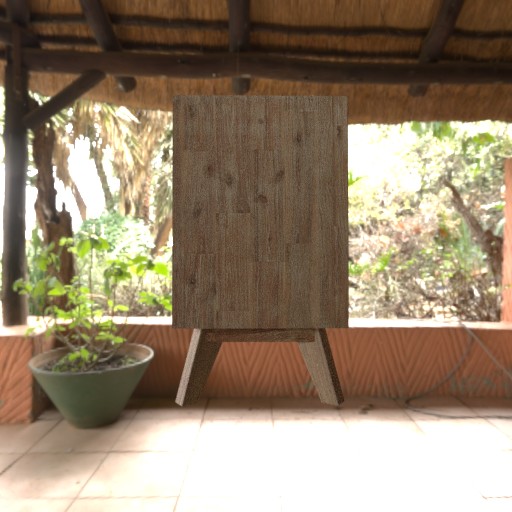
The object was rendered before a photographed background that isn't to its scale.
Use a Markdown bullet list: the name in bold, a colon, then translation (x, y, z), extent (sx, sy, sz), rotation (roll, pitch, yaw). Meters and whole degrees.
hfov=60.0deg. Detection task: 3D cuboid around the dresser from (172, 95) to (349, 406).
- **dresser**: translation (0.000, 0.000, 1.915), extent (0.455, 0.805, 1.554), rotation (0, -1, -1)
